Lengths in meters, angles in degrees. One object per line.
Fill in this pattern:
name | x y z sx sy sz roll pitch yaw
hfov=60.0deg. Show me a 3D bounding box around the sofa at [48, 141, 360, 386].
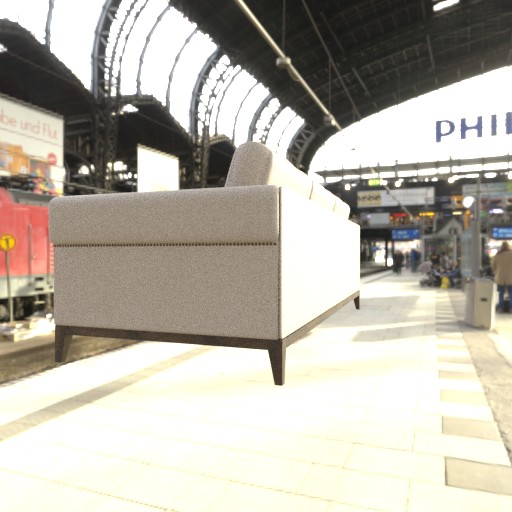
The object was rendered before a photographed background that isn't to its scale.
sofa | 0.000 0.000 2.621 0.959 0.838 2.210 0 0 20
